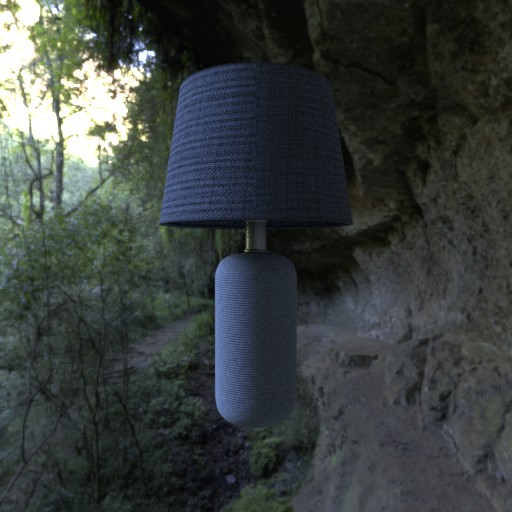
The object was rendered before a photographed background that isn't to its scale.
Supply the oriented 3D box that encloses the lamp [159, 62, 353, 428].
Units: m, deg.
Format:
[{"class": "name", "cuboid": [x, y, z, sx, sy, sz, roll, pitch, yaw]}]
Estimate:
[{"class": "lamp", "cuboid": [0.000, 0.000, 0.589, 0.251, 0.429, 0.251, 0, 1, 0]}]
